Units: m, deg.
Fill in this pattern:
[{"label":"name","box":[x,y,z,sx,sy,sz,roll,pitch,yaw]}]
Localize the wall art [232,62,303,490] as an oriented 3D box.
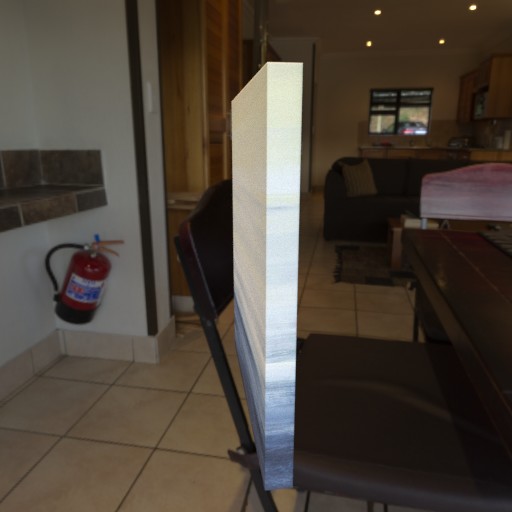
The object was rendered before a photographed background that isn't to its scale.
[{"label":"wall art","box":[0.000,0.000,0.717,0.037,0.511,0.435,-2,14,-8]}]
